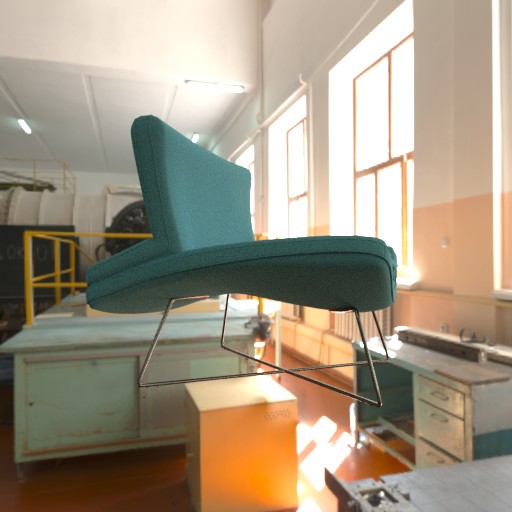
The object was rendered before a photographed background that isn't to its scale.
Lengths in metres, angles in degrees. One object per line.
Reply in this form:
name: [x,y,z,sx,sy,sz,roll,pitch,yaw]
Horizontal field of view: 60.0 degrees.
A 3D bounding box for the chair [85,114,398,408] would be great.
chair: [0.000,0.000,1.659,1.008,0.855,0.859,0,0,19]
